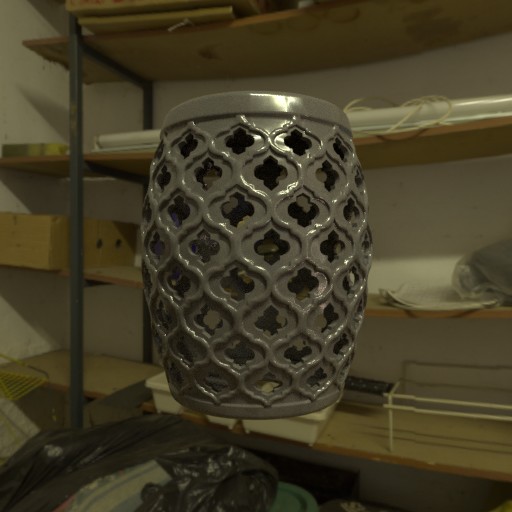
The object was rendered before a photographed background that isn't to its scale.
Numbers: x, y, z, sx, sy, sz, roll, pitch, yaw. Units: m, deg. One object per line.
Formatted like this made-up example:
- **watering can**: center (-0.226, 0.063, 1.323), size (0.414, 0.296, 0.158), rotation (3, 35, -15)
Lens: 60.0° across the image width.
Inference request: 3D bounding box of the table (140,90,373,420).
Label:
- **table**: center (0.000, 0.000, 0.641), size (0.325, 0.388, 0.325), rotation (0, 1, 0)
